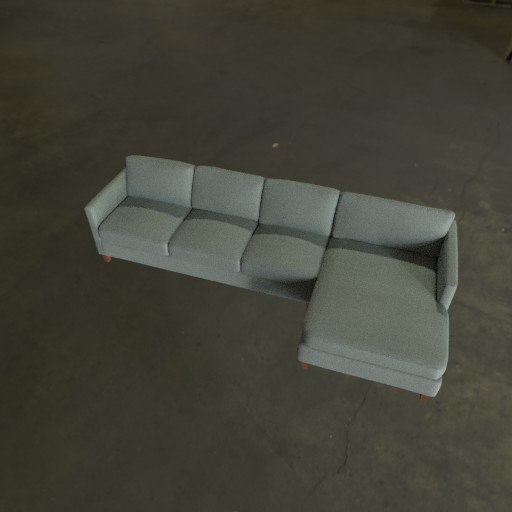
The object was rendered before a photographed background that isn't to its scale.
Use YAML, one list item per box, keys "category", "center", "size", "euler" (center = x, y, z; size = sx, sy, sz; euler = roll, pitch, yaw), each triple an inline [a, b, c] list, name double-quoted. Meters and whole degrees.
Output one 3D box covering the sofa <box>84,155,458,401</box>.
- category: "sofa"
  center: [0.000, 0.000, 4.144]
  size: [3.471, 0.950, 1.604]
  euler: [12, 43, 13]
